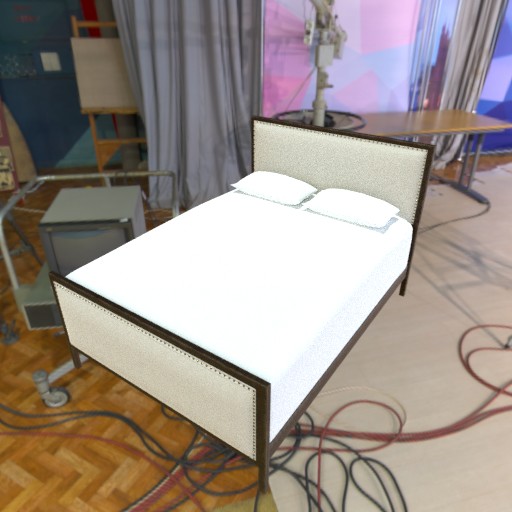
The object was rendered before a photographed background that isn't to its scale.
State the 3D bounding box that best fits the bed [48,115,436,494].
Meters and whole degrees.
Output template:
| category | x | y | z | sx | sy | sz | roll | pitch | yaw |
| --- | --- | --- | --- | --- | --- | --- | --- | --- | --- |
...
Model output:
| category | x | y | z | sx | sy | sz | roll | pitch | yaw |
| --- | --- | --- | --- | --- | --- | --- | --- | --- | --- |
| bed | 0.000 | 0.000 | 3.124 | 1.607 | 1.313 | 2.221 | 20 | 36 | 30 |
